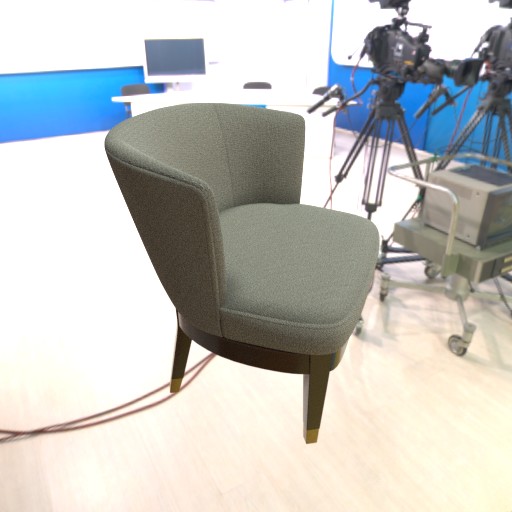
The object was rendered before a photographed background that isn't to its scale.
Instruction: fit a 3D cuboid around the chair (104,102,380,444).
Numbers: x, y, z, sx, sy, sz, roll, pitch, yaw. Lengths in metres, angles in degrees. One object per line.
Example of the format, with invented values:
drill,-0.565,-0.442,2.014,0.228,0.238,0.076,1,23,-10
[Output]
chair,0.000,0.000,1.273,0.660,0.760,0.700,10,30,18
